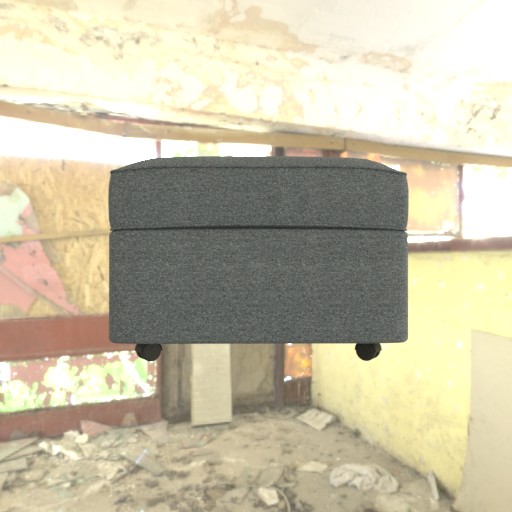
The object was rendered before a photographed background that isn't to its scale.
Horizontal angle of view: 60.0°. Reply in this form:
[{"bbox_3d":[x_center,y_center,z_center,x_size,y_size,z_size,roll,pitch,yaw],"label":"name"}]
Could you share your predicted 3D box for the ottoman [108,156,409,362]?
[{"bbox_3d":[0.000,0.000,1.549,0.681,0.494,1.173,0,0,-1],"label":"ottoman"}]
